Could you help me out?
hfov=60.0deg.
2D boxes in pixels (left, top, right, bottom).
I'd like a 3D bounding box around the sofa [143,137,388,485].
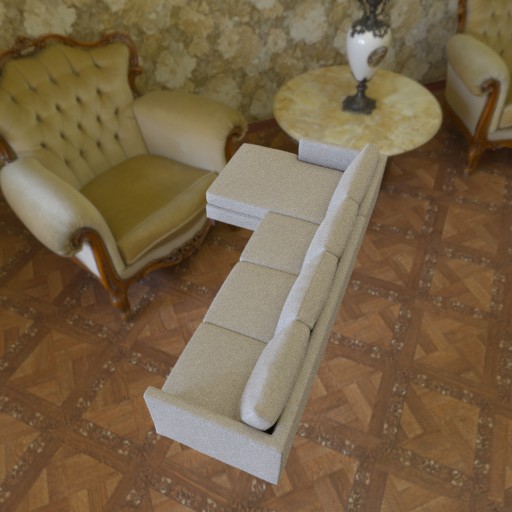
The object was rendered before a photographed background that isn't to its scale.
[{"bbox_3d":[0.000,0.000,3.893,1.625,0.846,3.186,17,49,15],"label":"sofa"}]
